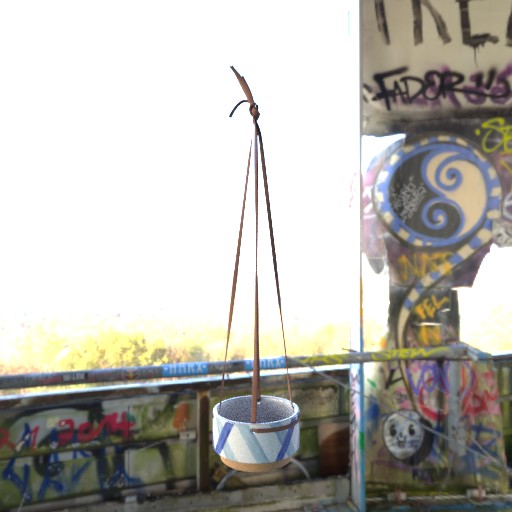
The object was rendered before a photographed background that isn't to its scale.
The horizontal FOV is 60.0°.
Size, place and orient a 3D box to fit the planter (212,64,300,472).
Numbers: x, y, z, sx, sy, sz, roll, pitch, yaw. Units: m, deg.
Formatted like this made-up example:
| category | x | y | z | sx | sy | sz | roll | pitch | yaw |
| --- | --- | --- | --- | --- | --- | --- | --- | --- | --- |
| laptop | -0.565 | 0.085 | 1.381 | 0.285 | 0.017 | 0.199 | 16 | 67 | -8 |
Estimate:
| category | x | y | z | sx | sy | sz | roll | pitch | yaw |
| --- | --- | --- | --- | --- | --- | --- | --- | --- | --- |
| planter | 0.000 | 0.000 | 0.839 | 0.166 | 0.751 | 0.166 | 0 | -1 | -18 |
